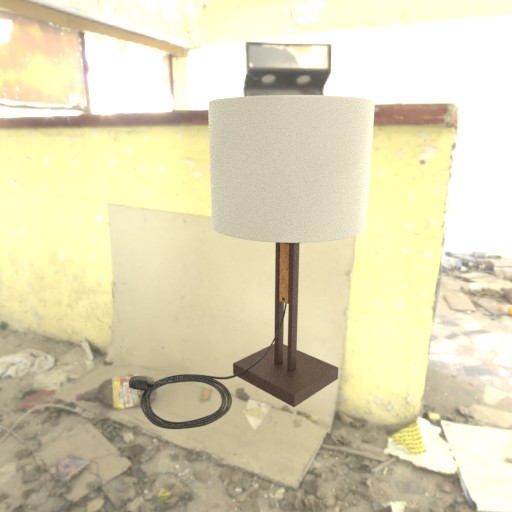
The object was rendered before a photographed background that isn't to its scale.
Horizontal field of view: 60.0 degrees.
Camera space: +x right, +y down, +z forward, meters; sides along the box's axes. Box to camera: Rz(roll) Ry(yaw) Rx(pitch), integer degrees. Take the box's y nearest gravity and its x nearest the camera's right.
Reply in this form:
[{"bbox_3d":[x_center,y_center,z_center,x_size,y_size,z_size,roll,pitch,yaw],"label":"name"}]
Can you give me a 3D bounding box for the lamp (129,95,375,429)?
[{"bbox_3d":[0.000,0.000,1.006,0.396,0.668,0.525,15,21,43],"label":"lamp"}]
